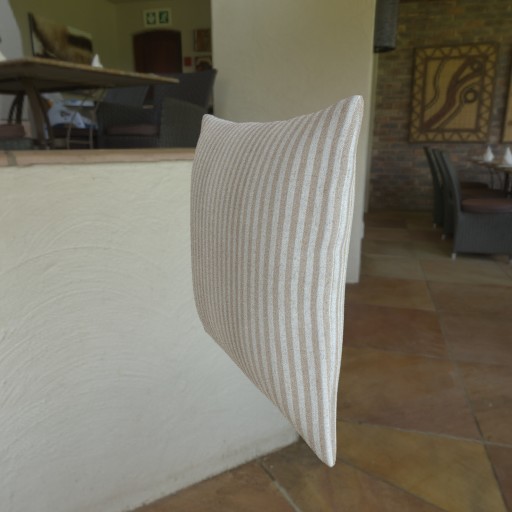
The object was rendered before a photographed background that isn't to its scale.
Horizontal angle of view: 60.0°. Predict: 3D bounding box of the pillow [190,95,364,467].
[{"bbox_3d":[0.000,0.000,0.801,0.166,0.510,0.523,-7,17,-26],"label":"pillow"}]
